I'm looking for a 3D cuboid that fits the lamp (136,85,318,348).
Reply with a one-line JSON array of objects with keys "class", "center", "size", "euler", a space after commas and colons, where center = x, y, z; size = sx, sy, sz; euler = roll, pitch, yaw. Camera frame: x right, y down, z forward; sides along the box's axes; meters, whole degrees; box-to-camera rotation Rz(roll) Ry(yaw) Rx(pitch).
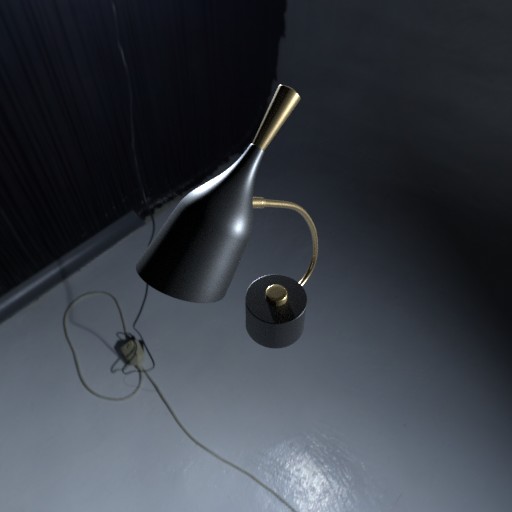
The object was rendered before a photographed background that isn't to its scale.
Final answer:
[{"class": "lamp", "center": [0.000, 0.000, 0.629], "size": [0.110, 0.464, 0.352], "euler": [31, 55, 25]}]
